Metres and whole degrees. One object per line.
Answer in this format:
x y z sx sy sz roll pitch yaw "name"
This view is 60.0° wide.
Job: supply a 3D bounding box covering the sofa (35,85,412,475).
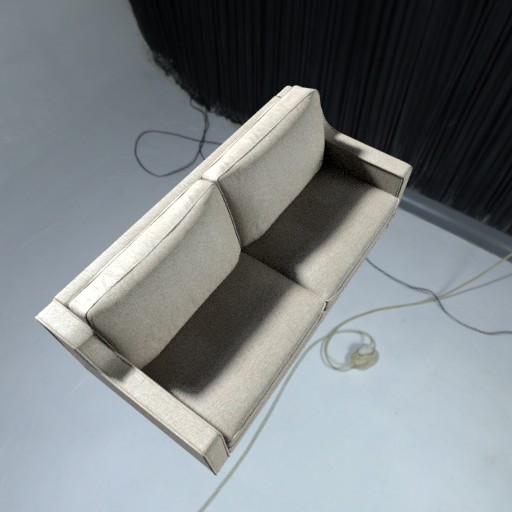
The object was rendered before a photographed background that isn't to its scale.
0.000 0.000 2.731 1.073 1.074 2.181 31 62 19 "sofa"
